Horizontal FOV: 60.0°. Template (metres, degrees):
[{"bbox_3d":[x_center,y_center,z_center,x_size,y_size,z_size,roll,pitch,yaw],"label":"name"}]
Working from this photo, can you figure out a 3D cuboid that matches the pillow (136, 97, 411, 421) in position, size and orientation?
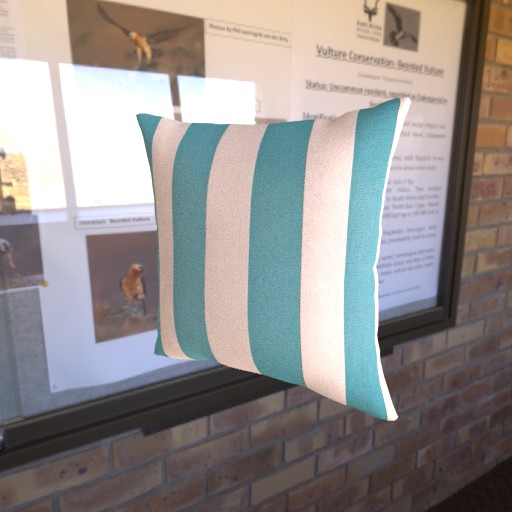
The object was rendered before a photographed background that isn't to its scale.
[{"bbox_3d":[0.000,0.000,0.812,0.536,0.526,0.189,6,14,26],"label":"pillow"}]
